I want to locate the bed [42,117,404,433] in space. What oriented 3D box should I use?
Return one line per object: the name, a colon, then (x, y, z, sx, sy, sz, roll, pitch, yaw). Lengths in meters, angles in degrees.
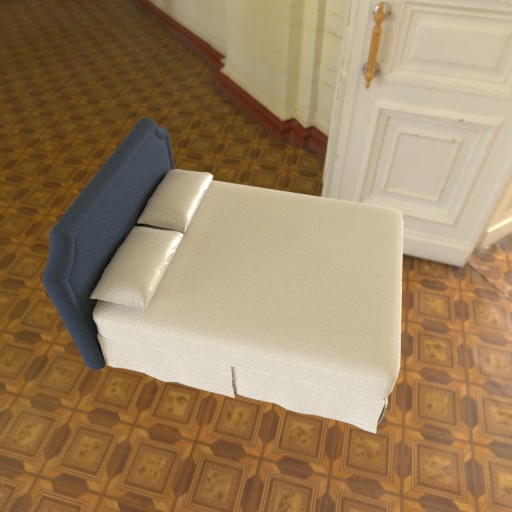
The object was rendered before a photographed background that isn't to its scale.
bed: (0.000, 0.000, 3.400, 2.260, 1.297, 1.831, 10, 48, 9)
